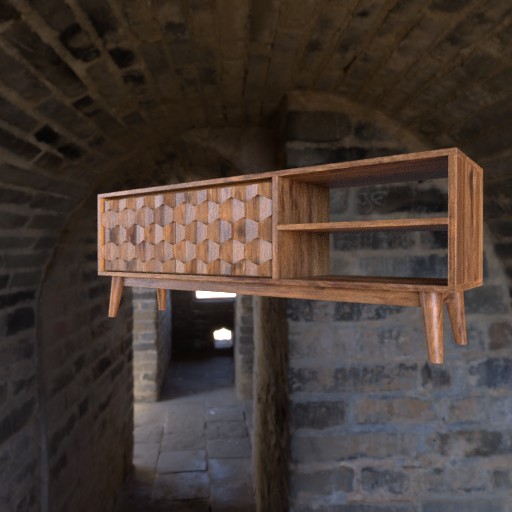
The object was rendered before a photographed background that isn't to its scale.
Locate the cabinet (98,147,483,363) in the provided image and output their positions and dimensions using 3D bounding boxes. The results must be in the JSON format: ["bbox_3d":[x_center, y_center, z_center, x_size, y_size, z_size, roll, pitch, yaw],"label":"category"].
[{"bbox_3d":[0.000,0.000,1.632,1.448,0.528,0.349,0,1,36],"label":"cabinet"}]
